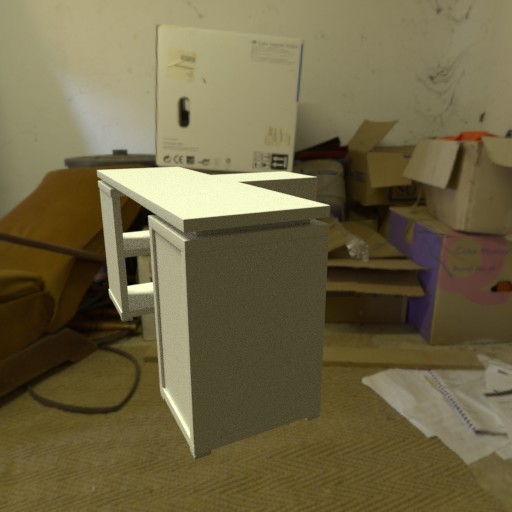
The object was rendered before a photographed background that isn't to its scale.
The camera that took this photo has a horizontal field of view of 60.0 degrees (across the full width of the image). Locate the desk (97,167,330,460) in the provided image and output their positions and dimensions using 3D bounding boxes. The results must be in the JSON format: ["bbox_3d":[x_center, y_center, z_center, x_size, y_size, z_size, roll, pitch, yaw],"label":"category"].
[{"bbox_3d":[0.000,0.000,2.167,1.200,0.753,1.524,-8,18,-26],"label":"desk"}]
